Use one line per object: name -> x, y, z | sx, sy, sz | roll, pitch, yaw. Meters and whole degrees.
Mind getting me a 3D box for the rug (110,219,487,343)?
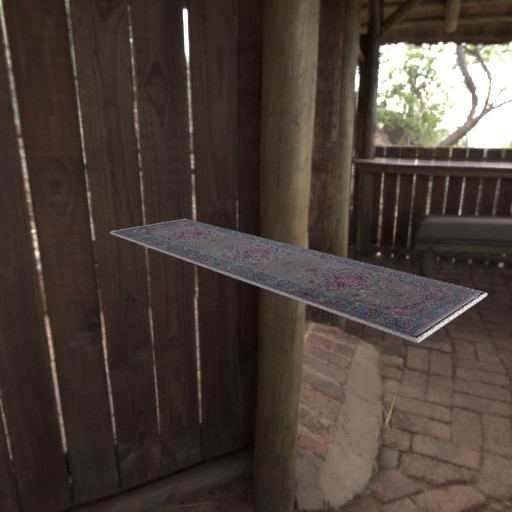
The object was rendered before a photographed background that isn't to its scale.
rug -> 0.000, 0.000, 2.546 | 0.659, 0.019, 2.297 | -15, 22, -42
